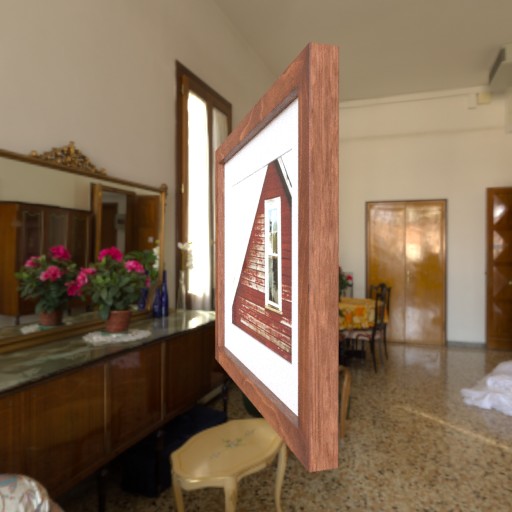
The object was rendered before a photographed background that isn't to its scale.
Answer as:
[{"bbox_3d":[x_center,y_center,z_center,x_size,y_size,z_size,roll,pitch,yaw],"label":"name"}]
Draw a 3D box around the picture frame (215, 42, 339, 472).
[{"bbox_3d":[0.000,0.000,0.526,0.025,0.330,0.381,0,0,-16],"label":"picture frame"}]
